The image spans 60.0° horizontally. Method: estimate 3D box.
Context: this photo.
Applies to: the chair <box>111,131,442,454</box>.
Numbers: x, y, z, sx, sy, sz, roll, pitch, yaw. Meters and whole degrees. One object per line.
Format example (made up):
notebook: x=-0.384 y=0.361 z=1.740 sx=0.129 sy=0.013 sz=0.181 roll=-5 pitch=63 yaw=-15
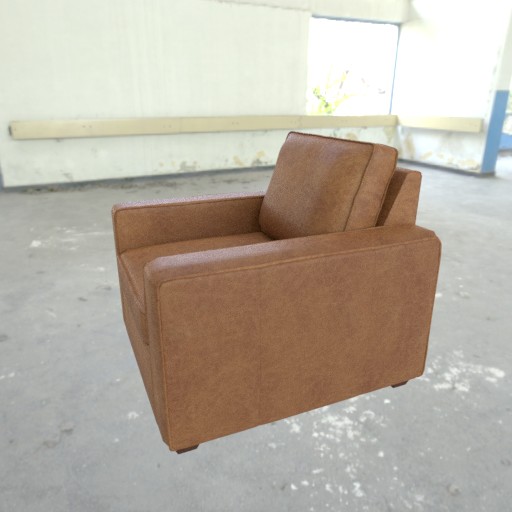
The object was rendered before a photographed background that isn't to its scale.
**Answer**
chair: x=0.000 y=0.000 z=1.749 sx=1.027 sy=0.901 sz=0.987 roll=-10 pitch=22 yaw=-25
